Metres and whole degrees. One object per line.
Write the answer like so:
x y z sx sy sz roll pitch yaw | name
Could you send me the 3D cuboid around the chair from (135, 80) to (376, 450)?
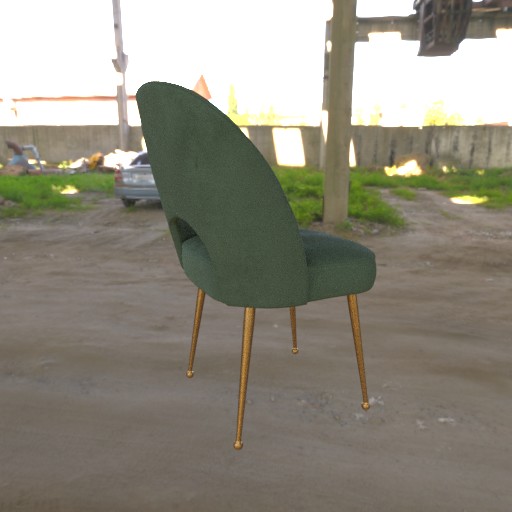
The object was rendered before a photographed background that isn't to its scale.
0.000 0.000 1.222 0.577 0.860 0.527 -6 15 -25 | chair
